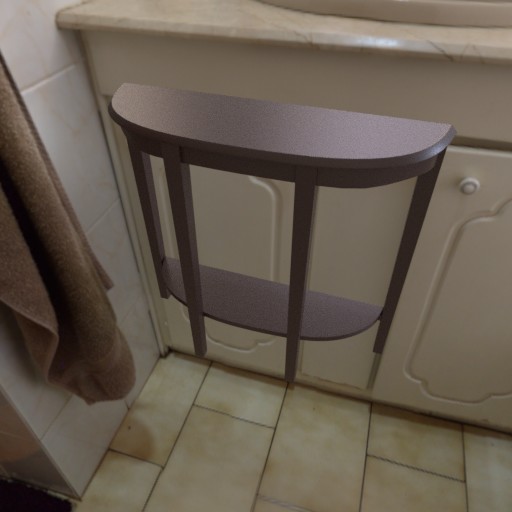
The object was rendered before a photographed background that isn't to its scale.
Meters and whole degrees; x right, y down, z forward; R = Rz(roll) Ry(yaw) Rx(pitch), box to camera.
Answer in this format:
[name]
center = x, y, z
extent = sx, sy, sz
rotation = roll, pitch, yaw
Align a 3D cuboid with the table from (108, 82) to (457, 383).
[table]
center = 0.000, 0.000, 1.317
extent = 0.909, 0.831, 0.274
rotation = 12, 42, 14
